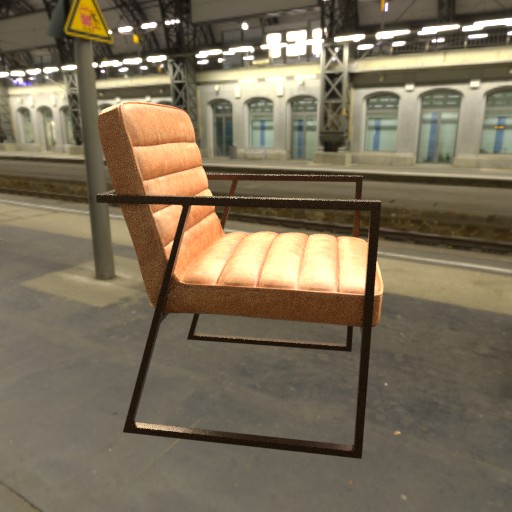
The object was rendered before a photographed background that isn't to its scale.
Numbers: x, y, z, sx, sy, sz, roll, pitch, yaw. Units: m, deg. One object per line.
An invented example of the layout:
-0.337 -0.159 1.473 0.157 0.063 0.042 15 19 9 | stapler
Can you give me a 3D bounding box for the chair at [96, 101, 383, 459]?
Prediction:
0.000 0.000 1.274 0.677 0.832 0.571 3 16 9 | chair
